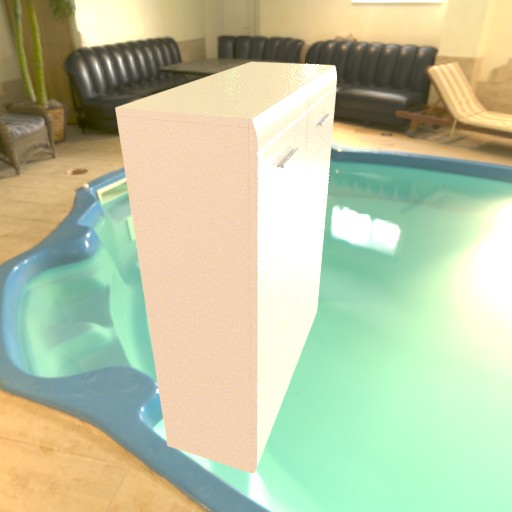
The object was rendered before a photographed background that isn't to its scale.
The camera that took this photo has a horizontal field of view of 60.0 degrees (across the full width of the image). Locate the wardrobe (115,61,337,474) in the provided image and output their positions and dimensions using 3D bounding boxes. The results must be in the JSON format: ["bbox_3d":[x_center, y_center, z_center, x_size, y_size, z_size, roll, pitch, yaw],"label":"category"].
[{"bbox_3d":[0.000,0.000,1.620,0.360,1.200,0.900,10,32,17],"label":"wardrobe"}]
